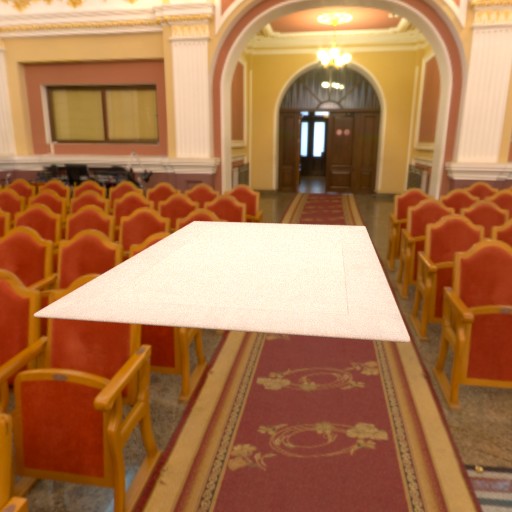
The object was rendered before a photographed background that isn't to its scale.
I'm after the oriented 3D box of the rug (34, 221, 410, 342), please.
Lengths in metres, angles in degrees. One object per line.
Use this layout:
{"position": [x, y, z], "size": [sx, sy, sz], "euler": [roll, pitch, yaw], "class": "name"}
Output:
{"position": [0.000, 0.000, 2.264], "size": [1.219, 0.013, 1.829], "euler": [2, 15, 9], "class": "rug"}
